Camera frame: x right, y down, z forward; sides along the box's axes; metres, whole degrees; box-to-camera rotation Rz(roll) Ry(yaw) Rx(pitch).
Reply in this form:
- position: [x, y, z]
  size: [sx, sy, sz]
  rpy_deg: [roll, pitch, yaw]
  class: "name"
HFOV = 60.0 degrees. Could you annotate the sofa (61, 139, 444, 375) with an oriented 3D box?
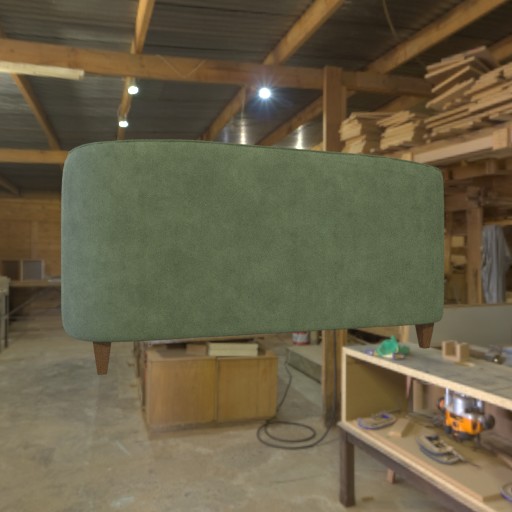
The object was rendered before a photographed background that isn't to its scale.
- position: [0.000, 0.000, 2.172]
  size: [1.733, 0.855, 0.941]
  rpy_deg: [0, 0, -19]
  class: "sofa"
